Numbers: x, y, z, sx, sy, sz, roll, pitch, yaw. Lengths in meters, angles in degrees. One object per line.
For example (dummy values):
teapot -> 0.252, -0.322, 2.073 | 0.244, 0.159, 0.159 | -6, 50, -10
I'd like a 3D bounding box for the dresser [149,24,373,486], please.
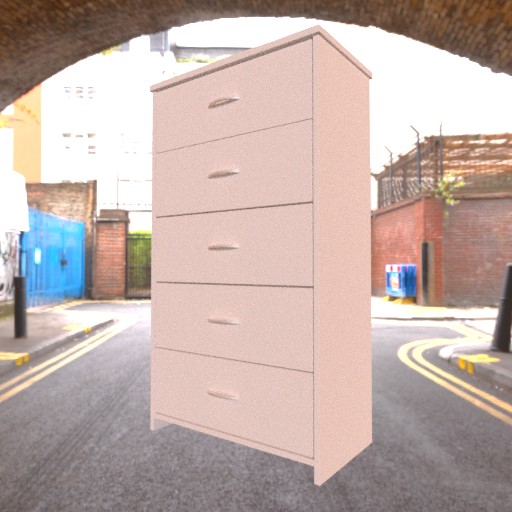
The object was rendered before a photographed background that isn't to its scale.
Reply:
dresser -> 0.000, 0.000, 1.555 | 0.704, 1.255, 0.399 | -1, -2, 36
